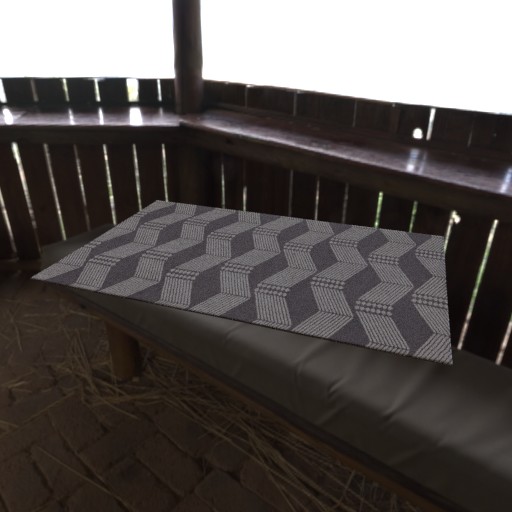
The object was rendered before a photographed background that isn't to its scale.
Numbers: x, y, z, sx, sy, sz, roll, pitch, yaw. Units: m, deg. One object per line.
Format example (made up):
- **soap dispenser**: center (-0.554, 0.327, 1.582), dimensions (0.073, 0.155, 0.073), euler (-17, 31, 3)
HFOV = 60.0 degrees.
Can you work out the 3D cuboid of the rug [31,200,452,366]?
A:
- **rug**: center (0.000, 0.000, 3.026), dimensions (2.435, 0.011, 1.517), euler (9, 28, 17)
